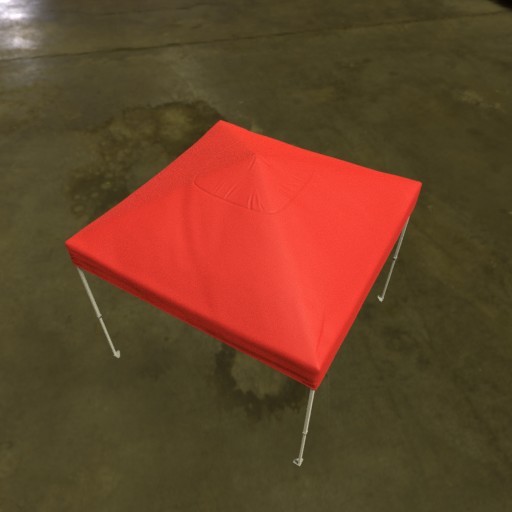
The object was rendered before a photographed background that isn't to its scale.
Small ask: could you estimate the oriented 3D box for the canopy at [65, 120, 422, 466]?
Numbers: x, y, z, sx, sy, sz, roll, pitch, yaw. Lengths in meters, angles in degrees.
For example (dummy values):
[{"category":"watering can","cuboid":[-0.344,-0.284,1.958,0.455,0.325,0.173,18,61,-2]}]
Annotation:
[{"category":"canopy","cuboid":[0.000,0.000,5.598,2.996,2.997,2.998,23,50,21]}]
